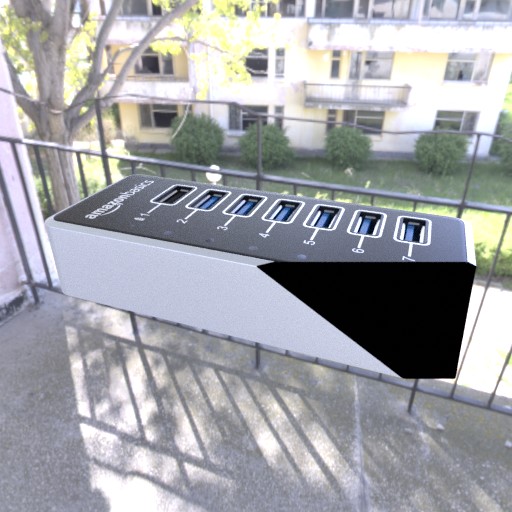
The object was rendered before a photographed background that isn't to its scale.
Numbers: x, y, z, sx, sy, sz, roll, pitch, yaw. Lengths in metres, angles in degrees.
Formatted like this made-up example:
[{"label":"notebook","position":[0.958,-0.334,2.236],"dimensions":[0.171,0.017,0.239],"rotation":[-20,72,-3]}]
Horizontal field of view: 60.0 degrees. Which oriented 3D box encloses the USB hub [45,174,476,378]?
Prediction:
[{"label":"USB hub","position":[0.000,0.000,0.126],"dimensions":[0.110,0.023,0.044],"rotation":[10,31,18]}]
